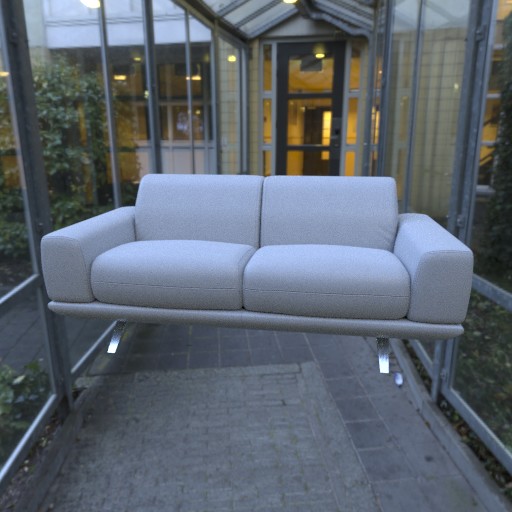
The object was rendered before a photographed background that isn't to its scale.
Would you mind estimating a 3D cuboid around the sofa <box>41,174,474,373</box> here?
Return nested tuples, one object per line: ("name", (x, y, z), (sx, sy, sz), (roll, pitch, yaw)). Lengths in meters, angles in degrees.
("sofa", (0.000, 0.000, 2.329), (1.901, 0.772, 0.900), (2, 16, 8))
